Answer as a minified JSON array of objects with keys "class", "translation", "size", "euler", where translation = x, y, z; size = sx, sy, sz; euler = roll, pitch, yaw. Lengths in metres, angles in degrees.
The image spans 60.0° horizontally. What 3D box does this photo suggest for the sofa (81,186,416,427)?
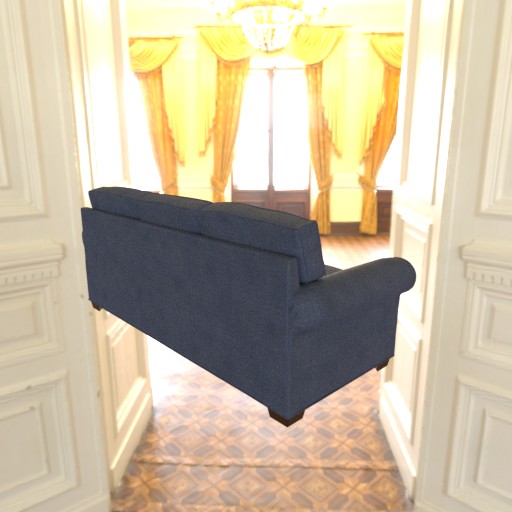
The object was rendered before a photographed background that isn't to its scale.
[{"class":"sofa","translation":[0.000,0.000,3.484],"size":[1.780,1.063,2.567],"euler":[-13,19,-41]}]
